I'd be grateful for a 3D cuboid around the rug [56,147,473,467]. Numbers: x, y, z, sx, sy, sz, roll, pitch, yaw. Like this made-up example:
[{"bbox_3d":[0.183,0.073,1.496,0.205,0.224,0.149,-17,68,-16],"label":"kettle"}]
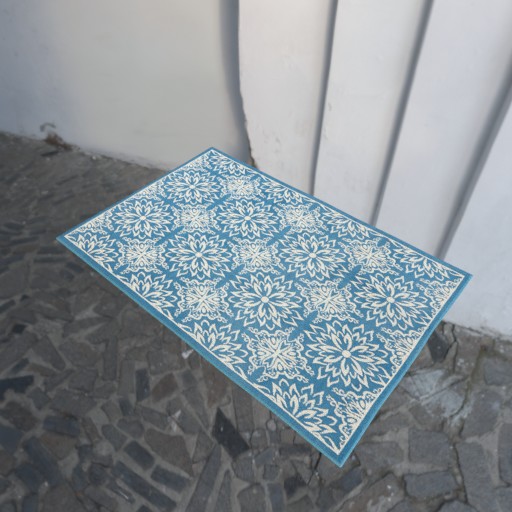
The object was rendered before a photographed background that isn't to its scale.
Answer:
[{"bbox_3d":[0.000,0.000,3.502,2.769,0.018,1.830,31,53,27],"label":"rug"}]
